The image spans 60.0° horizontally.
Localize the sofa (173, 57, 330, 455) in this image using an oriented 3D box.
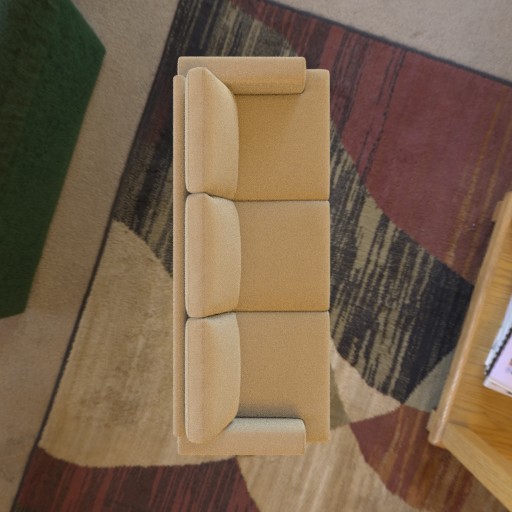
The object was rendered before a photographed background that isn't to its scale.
[{"bbox_3d":[0.000,0.000,2.712,0.920,0.810,2.310,0,90,0],"label":"sofa"}]
